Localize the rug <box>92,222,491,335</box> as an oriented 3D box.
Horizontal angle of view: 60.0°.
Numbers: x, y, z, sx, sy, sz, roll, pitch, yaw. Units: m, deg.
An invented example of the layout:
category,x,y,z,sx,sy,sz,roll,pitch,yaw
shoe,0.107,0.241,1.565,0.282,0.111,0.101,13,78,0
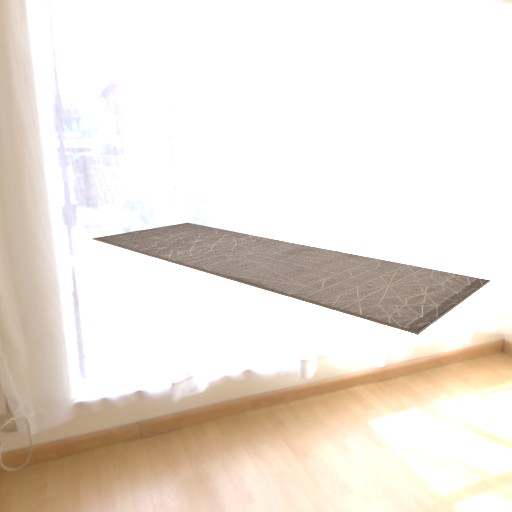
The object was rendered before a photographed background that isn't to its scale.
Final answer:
category,x,y,z,sx,sy,sz,roll,pitch,yaw
rug,0.000,0.000,2.683,2.388,0.012,0.864,13,19,41
